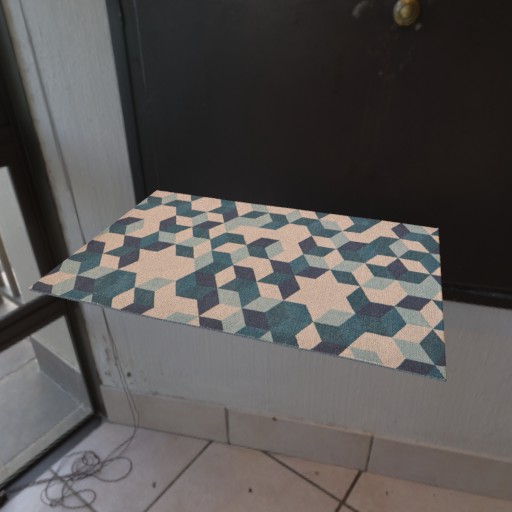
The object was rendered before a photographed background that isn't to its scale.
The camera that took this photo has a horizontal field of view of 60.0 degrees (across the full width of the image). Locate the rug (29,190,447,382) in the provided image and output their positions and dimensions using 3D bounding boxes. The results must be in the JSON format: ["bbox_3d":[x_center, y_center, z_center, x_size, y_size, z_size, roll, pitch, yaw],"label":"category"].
[{"bbox_3d":[0.000,0.000,2.319,1.829,0.014,1.235,10,33,15],"label":"rug"}]
